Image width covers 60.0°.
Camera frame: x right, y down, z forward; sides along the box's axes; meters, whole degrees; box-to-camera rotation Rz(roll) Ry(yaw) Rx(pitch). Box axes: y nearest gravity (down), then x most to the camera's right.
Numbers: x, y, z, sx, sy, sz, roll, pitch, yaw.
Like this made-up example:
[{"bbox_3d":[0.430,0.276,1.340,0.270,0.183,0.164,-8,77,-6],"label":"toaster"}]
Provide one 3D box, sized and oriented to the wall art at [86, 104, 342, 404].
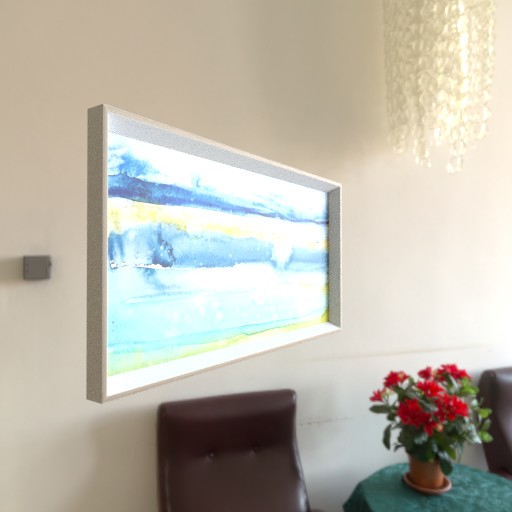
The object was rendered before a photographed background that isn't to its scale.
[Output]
[{"bbox_3d":[0.000,0.000,0.977,0.038,0.431,0.812,0,-1,35],"label":"wall art"}]
